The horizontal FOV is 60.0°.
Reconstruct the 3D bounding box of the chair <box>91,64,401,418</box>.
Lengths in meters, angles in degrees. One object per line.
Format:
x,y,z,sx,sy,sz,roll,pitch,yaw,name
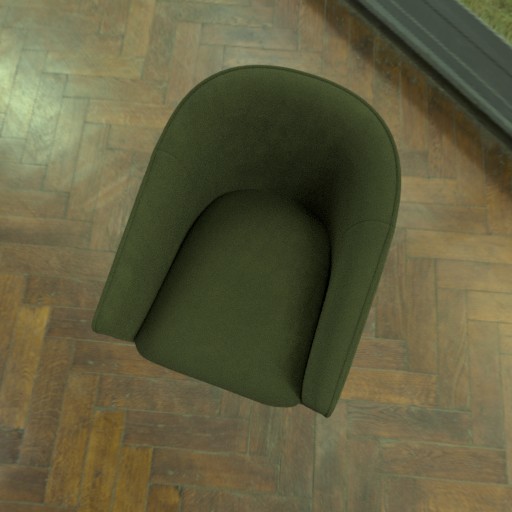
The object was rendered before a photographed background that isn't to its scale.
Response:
0.000,0.000,1.469,0.747,0.799,0.875,19,75,5,chair
